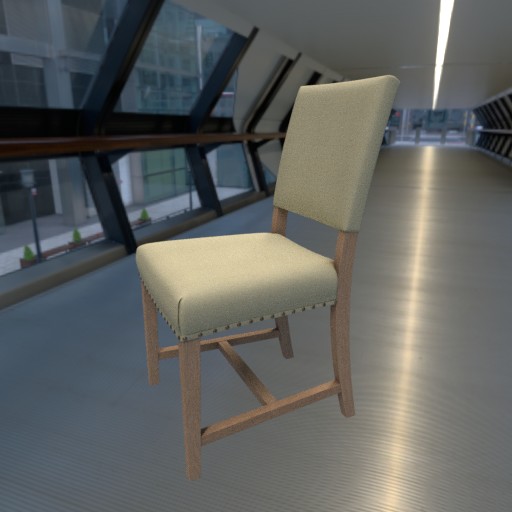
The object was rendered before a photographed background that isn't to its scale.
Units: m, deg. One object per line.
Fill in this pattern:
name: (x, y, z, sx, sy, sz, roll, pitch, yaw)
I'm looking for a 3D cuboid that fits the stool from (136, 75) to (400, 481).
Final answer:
stool: (0.000, 0.000, 1.318, 0.623, 0.986, 0.508, -8, 19, -24)
